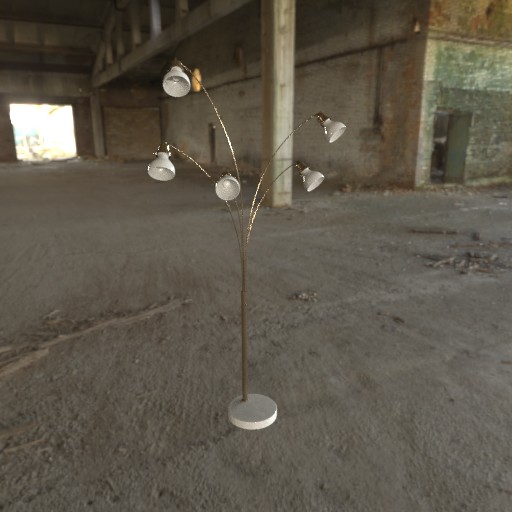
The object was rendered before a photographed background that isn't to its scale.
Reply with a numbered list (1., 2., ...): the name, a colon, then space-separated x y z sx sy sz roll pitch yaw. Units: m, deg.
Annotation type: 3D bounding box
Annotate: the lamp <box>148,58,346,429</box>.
1. lamp: 0.000 0.000 2.986 1.405 2.423 0.361 -8 17 -28
